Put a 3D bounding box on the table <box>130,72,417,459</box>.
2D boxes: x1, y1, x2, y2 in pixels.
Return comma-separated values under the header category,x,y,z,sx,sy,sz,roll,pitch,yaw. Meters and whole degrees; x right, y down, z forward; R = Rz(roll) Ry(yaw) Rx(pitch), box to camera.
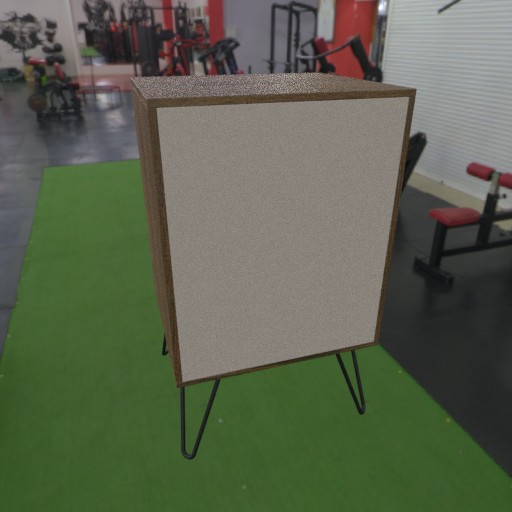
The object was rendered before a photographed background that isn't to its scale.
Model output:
category,x,y,z,sx,sy,sz,roll,pitch,yaw
table,0.000,0.000,1.182,0.526,0.866,0.457,-8,27,-16
